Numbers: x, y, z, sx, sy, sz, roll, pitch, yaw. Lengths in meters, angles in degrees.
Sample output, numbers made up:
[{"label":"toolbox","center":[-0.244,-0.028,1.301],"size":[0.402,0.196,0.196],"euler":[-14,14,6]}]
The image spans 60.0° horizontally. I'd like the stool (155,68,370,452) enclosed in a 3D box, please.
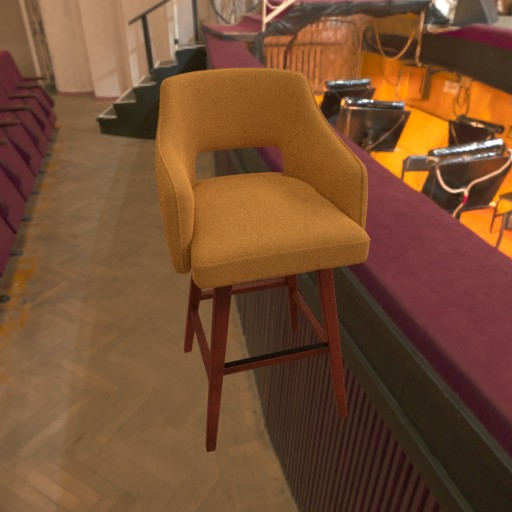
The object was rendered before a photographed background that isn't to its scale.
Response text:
[{"label":"stool","center":[0.000,0.000,1.375],"size":[0.548,1.012,0.558],"euler":[-9,32,-14]}]
